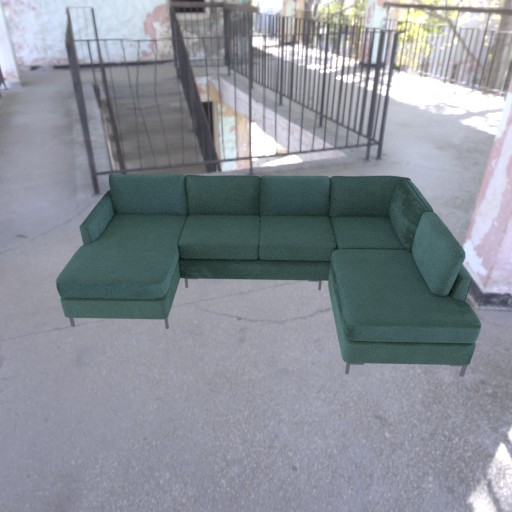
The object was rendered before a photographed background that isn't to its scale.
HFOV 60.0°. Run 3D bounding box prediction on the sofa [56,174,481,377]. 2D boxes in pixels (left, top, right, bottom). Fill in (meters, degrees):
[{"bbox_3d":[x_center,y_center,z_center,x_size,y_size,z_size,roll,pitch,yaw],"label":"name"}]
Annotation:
[{"bbox_3d":[0.000,0.000,4.186,3.434,0.992,2.055,1,31,1],"label":"sofa"}]
